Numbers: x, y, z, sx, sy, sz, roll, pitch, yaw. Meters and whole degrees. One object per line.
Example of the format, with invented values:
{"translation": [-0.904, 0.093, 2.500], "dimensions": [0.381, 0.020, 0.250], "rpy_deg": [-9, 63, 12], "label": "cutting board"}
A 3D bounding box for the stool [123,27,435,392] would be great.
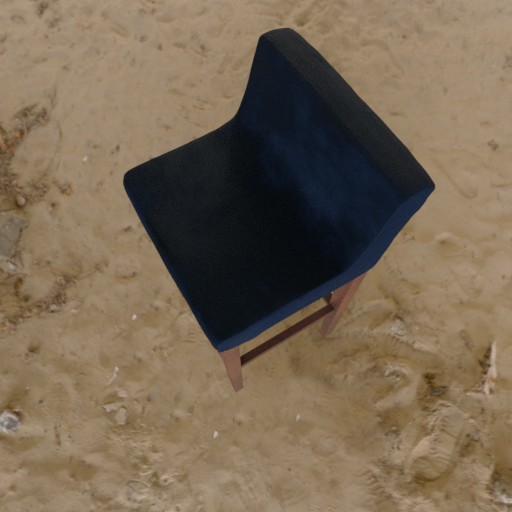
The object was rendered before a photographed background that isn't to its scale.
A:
{"translation": [0.000, 0.000, 1.300], "dimensions": [0.500, 1.037, 0.511], "rpy_deg": [-29, 68, -13], "label": "stool"}
